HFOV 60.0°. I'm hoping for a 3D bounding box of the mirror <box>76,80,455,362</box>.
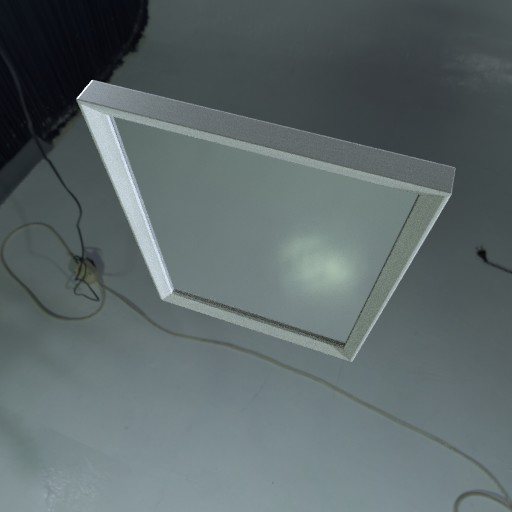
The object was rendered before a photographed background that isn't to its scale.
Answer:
[{"bbox_3d":[0.000,0.000,0.681,0.406,0.509,0.041,16,60,10],"label":"mirror"}]
